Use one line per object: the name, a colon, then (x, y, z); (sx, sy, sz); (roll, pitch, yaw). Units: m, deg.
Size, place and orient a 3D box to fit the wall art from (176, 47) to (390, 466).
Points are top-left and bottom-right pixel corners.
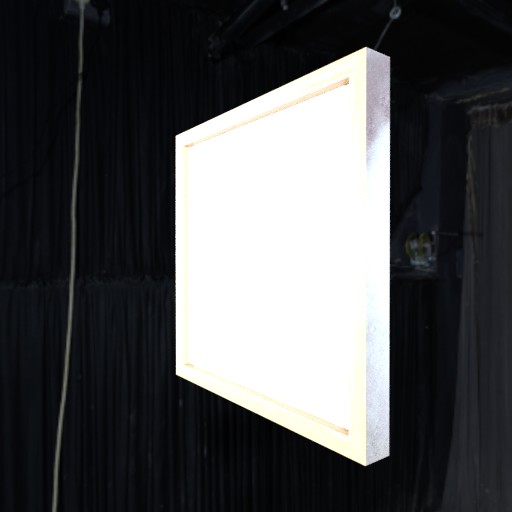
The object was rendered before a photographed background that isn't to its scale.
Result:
wall art: (0.000, 0.000, 0.450); (0.028, 0.303, 0.303); (0, 0, -37)
